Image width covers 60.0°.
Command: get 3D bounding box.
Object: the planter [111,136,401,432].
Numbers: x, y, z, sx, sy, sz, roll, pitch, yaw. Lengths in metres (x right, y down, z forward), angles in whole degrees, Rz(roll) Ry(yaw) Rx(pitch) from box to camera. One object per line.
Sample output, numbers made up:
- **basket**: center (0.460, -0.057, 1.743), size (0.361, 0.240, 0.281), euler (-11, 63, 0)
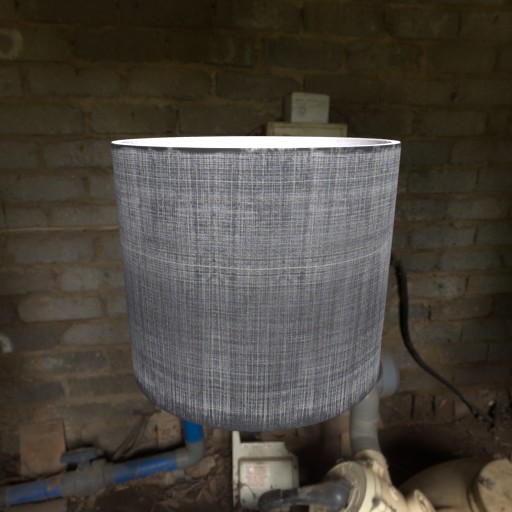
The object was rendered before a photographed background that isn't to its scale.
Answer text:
- **planter**: center (0.000, 0.000, 0.438), size (0.254, 0.221, 0.254), euler (0, 17, 0)
